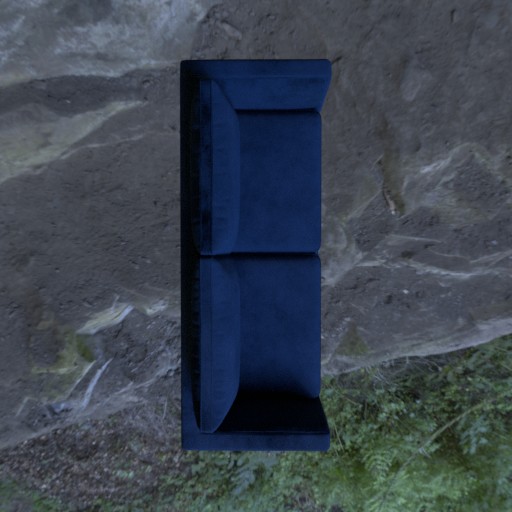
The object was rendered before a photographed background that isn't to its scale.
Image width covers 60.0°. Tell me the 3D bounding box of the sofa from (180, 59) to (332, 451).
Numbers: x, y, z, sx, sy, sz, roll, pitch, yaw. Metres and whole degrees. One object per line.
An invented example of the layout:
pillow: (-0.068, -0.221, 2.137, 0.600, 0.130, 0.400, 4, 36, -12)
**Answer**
sofa: (0.000, 0.000, 2.736, 0.853, 0.998, 2.212, 0, 91, 0)
